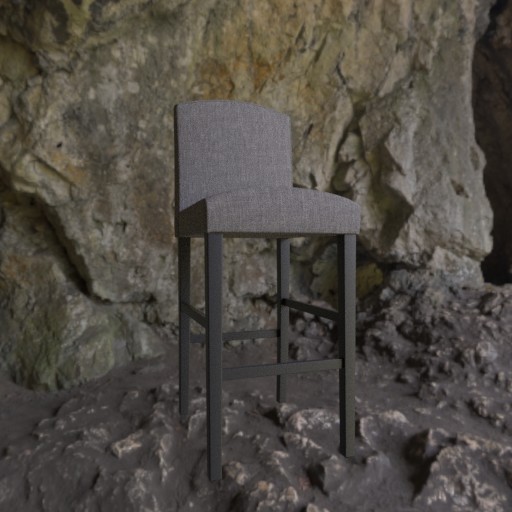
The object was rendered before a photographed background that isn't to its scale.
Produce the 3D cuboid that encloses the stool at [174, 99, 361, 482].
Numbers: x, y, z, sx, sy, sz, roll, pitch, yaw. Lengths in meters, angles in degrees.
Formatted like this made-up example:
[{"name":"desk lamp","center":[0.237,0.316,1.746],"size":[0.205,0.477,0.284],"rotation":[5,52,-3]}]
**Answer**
[{"name":"stool","center":[0.000,0.000,1.416],"size":[0.451,1.138,0.552],"rotation":[0,1,-19]}]
